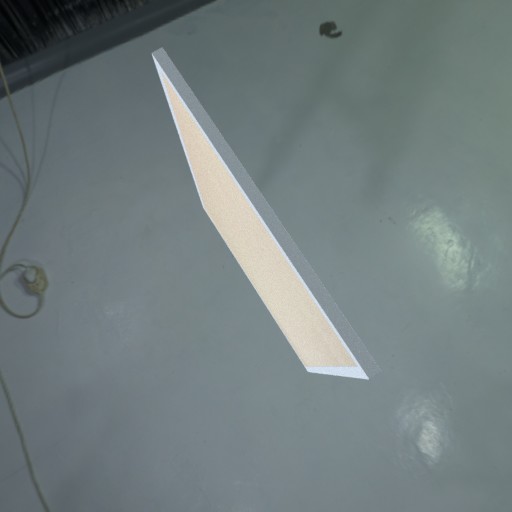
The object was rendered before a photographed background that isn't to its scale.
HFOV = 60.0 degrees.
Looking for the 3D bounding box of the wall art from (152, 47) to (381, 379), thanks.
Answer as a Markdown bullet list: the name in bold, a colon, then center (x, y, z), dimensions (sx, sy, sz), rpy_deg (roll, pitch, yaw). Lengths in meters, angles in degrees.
- **wall art**: center (0.000, 0.000, 0.638), dimensions (0.013, 0.456, 0.382), rpy_deg (-31, 78, -7)
